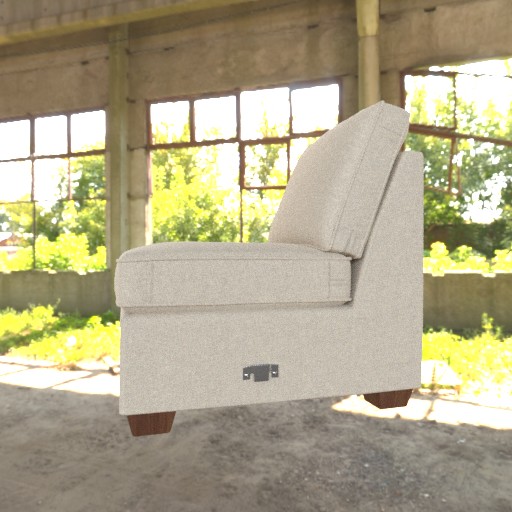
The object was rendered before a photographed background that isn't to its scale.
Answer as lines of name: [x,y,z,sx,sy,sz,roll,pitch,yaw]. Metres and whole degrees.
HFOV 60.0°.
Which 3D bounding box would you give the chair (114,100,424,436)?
chair: [0.000,0.000,1.550,0.938,0.970,0.621,0,0,-17]
